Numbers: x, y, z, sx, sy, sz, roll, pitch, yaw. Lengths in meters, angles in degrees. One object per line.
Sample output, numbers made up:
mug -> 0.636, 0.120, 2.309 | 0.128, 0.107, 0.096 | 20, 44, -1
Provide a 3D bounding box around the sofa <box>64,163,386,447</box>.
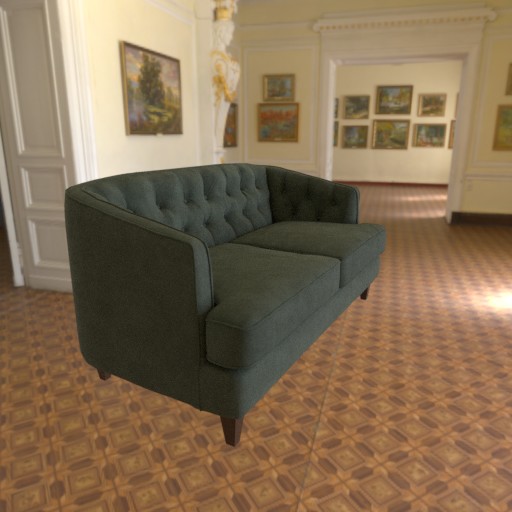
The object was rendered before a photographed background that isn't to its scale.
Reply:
sofa -> 0.000, 0.000, 2.240 | 0.941, 0.855, 1.733 | 8, 17, 28
